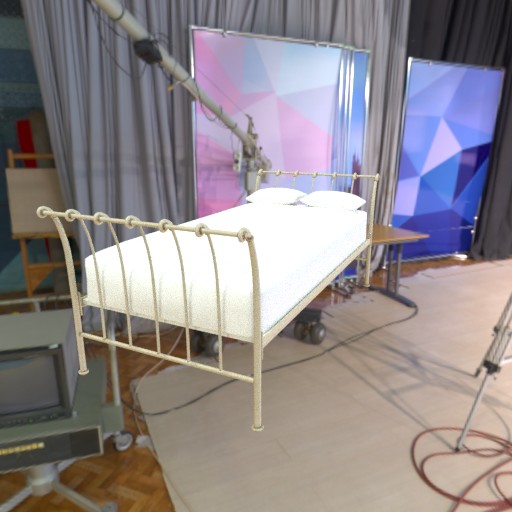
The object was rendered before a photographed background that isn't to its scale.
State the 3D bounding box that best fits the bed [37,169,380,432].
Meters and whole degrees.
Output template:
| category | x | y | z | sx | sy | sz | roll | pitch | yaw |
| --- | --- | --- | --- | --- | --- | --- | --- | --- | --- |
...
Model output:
| category | x | y | z | sx | sy | sz | roll | pitch | yaw |
| --- | --- | --- | --- | --- | --- | --- | --- | --- | --- |
| bed | 0.000 | 0.000 | 2.755 | 1.032 | 0.873 | 2.228 | 8 | 18 | 25 |
